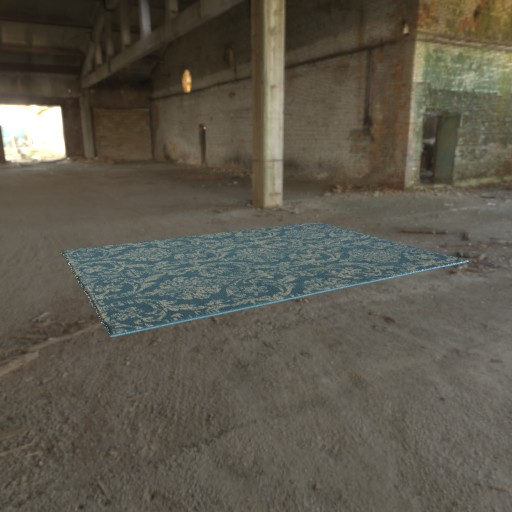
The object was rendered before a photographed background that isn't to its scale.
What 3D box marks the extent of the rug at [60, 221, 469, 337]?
[{"bbox_3d":[0.000,0.000,2.912,2.205,0.012,1.554,-8,17,-29],"label":"rug"}]
